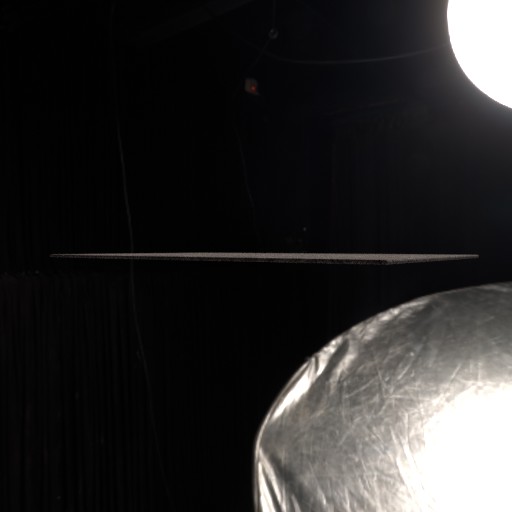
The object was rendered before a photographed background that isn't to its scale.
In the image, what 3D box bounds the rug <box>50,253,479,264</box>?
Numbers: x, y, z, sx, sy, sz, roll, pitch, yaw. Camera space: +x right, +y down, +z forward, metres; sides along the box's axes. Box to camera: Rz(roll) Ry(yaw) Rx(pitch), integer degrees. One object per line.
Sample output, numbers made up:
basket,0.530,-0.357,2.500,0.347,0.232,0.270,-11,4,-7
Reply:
rug,0.000,0.000,2.829,2.298,0.017,1.501,1,1,38
